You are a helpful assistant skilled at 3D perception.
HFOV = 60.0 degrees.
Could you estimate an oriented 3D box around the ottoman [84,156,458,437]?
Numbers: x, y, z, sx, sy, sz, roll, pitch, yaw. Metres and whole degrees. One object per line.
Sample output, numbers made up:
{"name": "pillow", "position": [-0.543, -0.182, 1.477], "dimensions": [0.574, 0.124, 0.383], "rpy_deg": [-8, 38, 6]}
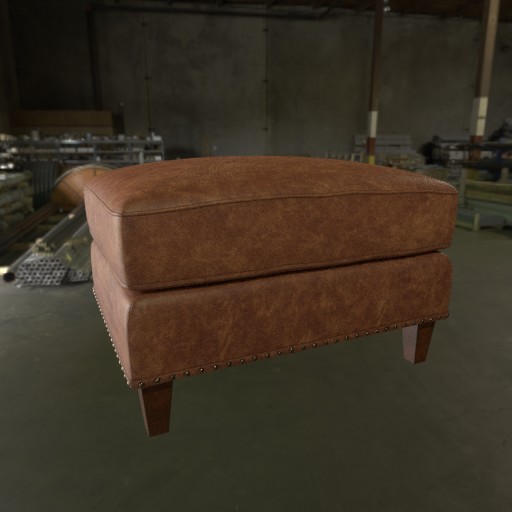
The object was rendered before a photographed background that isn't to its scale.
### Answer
{"name": "ottoman", "position": [0.000, 0.000, 1.105], "dimensions": [0.742, 0.486, 0.586], "rpy_deg": [-7, 16, -25]}
